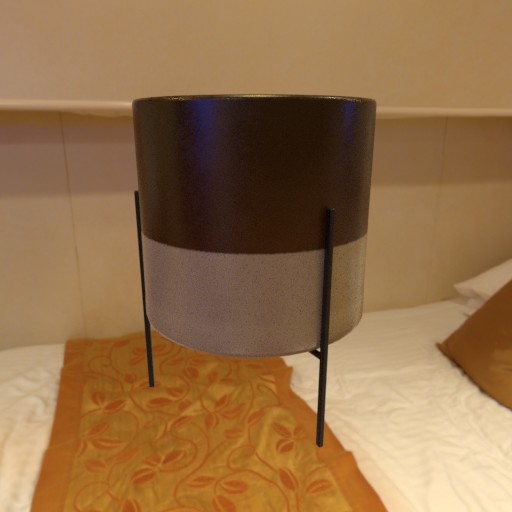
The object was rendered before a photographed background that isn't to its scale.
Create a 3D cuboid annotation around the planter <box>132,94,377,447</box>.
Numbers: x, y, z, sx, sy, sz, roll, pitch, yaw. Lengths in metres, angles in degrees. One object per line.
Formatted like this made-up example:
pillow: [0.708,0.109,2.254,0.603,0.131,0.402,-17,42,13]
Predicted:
planter: [0.000,0.000,0.707,0.345,0.465,0.354,9,19,27]
